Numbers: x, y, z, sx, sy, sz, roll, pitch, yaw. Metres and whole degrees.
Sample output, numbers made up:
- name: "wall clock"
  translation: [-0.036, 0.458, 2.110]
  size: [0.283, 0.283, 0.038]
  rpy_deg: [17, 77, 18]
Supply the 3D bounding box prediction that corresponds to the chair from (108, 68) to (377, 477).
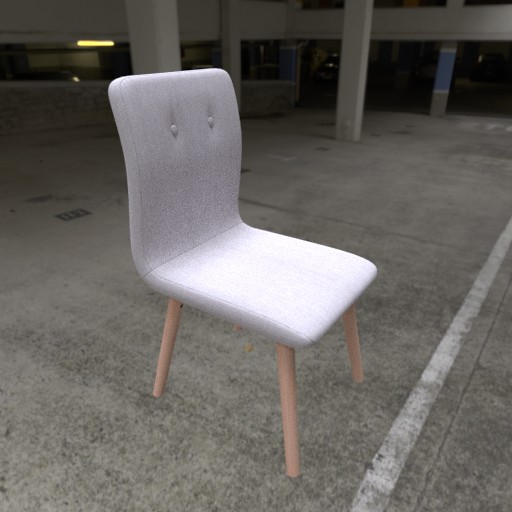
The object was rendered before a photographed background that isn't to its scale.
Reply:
- name: "chair"
  translation: [0.000, 0.000, 1.176]
  size: [0.550, 0.885, 0.435]
  rpy_deg: [17, 31, 31]
